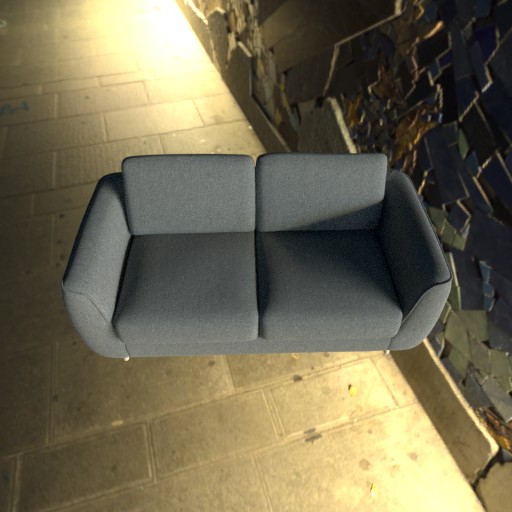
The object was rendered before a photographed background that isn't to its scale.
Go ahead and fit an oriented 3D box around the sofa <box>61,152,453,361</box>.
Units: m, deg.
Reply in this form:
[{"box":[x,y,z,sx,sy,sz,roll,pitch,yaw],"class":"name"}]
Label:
[{"box":[0.000,0.000,2.278,1.700,0.870,0.920,-1,45,-1],"class":"sofa"}]
